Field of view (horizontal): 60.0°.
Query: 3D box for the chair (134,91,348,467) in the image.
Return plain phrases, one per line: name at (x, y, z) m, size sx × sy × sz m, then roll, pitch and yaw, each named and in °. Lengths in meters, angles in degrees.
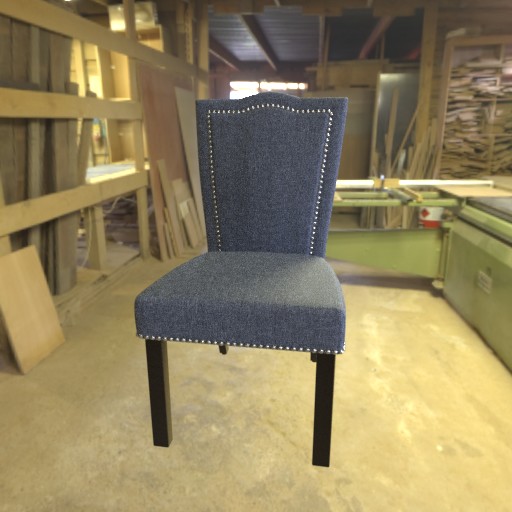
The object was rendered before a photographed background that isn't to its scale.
chair at (0.000, 0.000, 1.294) m, size 0.518 × 0.946 × 0.589 m, roll 3°, pitch 16°, yaw 10°
